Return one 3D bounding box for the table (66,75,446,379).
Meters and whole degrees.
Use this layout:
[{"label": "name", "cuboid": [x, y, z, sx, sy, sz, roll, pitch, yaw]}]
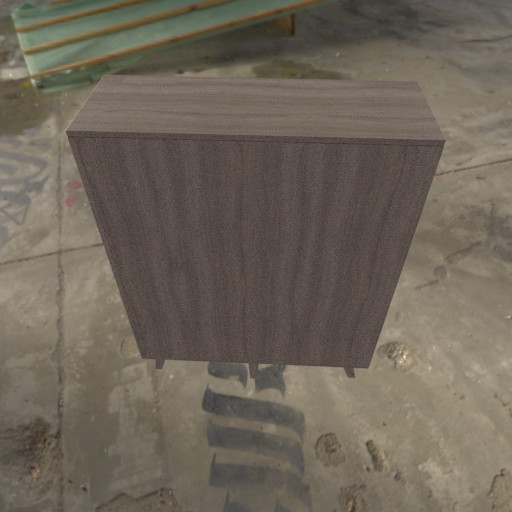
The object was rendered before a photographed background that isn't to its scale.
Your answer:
[{"label": "table", "cuboid": [0.000, 0.000, 1.921, 1.111, 1.388, 0.398, 2, 45, 2]}]
